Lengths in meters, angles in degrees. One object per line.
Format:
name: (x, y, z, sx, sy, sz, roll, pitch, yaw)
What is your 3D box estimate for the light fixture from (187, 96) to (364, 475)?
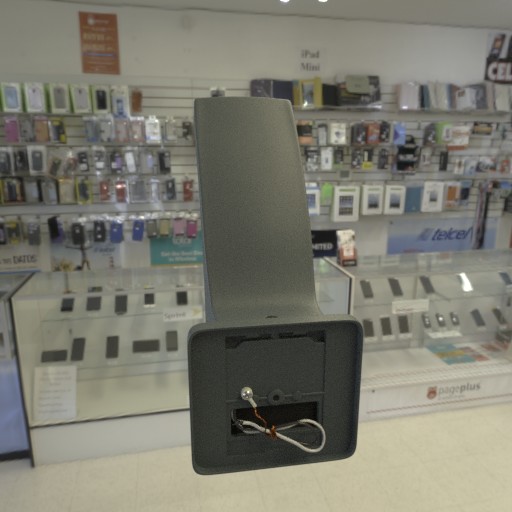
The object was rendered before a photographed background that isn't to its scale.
light fixture: (0.000, 0.000, 0.337, 0.108, 0.243, 0.174, -2, 14, -9)
